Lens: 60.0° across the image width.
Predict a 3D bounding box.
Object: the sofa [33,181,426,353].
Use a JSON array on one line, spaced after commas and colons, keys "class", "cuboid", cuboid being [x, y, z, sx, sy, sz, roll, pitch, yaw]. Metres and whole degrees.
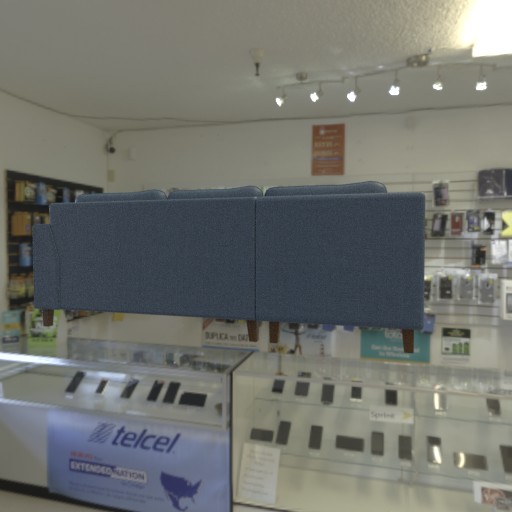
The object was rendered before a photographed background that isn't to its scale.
[{"class": "sofa", "cuboid": [0.000, 0.000, 3.108, 2.120, 0.787, 1.829, 1, 2, 18]}]
